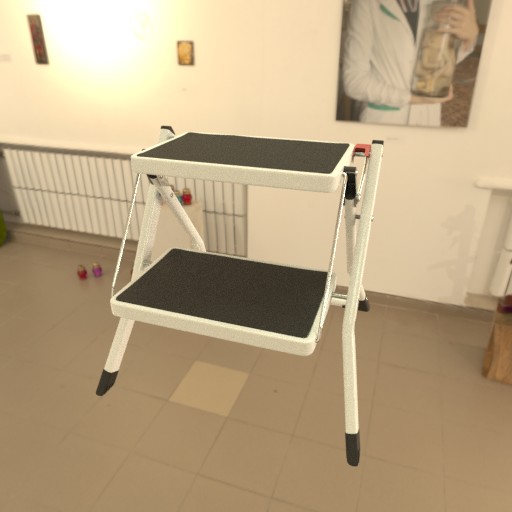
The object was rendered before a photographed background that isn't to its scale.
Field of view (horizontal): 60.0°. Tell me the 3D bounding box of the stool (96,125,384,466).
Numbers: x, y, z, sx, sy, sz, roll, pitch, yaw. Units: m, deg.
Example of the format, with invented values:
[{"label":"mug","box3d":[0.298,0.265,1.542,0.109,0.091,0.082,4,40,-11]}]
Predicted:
[{"label":"stool","box3d":[0.000,0.000,0.844,0.485,0.445,0.490,9,28,17]}]
